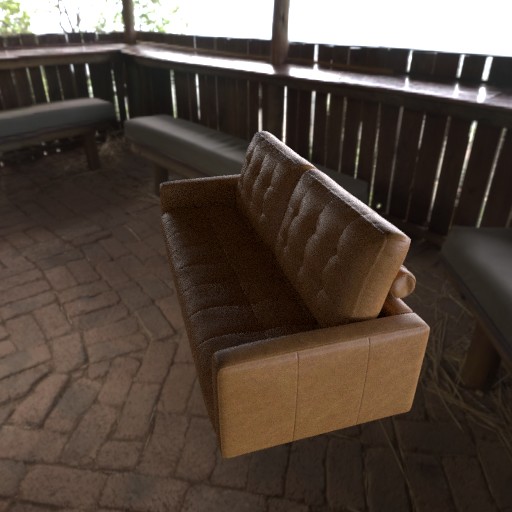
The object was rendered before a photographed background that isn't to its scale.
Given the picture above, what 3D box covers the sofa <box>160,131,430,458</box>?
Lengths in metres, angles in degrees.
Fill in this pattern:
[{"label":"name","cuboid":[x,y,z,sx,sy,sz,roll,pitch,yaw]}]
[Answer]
[{"label":"sofa","cuboid":[0.000,0.000,2.286,0.850,0.898,1.821,-8,30,-14]}]
